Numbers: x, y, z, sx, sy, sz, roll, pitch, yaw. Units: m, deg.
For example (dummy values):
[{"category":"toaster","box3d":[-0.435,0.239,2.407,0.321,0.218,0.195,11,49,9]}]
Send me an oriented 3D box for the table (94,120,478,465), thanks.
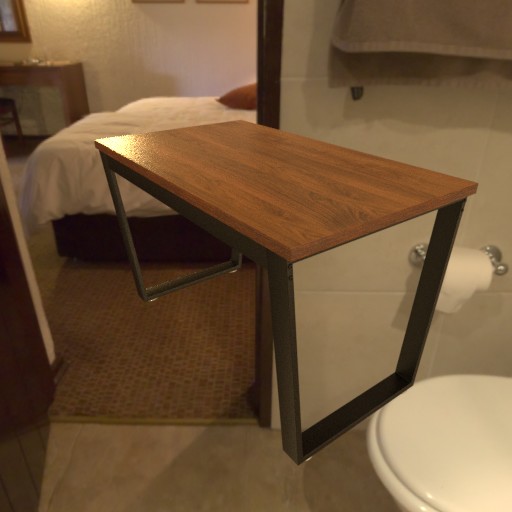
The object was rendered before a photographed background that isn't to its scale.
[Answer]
[{"category":"table","box3d":[0.000,0.000,1.700,0.714,0.760,1.205,-19,33,-32]}]
